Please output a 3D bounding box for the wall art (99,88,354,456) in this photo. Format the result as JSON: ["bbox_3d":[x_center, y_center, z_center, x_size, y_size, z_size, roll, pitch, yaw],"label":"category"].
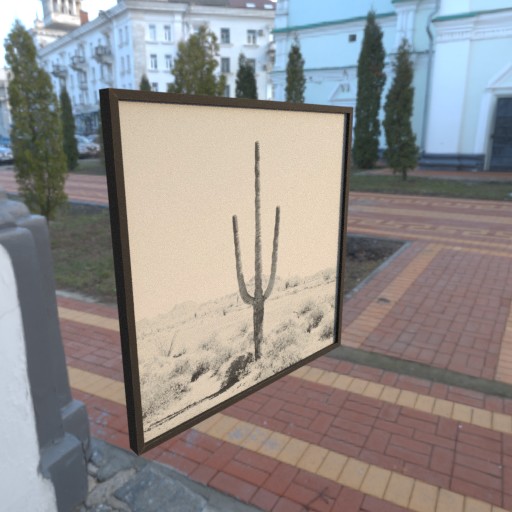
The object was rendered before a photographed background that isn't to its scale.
[{"bbox_3d":[0.000,0.000,1.147,0.762,0.762,0.038,-14,21,-43],"label":"wall art"}]
